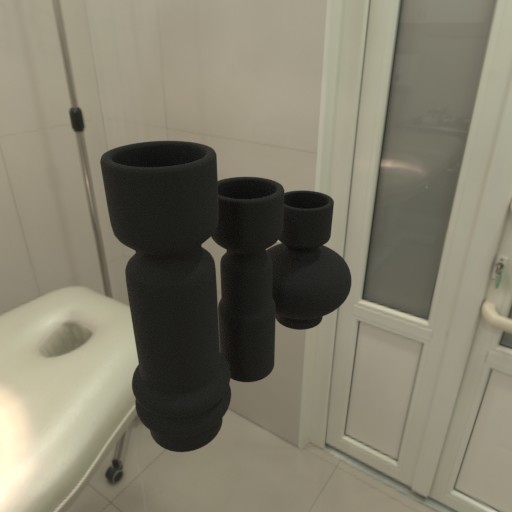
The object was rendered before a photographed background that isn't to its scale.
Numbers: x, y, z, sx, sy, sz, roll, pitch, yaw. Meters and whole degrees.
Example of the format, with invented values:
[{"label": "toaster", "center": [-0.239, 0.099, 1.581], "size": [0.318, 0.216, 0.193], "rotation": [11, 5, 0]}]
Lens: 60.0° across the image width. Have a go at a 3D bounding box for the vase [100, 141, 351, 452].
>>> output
[{"label": "vase", "center": [0.000, 0.000, 0.430], "size": [0.120, 0.249, 0.307], "rotation": [18, 32, 30]}]
